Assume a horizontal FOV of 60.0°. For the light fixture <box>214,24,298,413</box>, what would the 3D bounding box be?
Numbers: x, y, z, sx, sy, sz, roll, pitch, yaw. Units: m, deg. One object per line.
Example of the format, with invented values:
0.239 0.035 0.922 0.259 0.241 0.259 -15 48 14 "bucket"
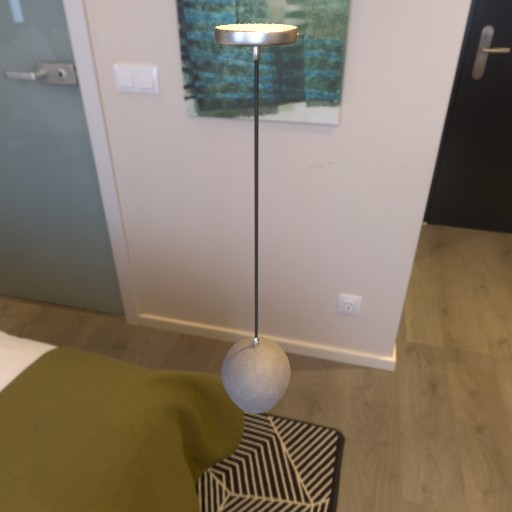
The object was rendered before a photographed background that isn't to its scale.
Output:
0.000 0.000 0.826 0.153 0.760 0.153 -8 33 -13 "light fixture"
